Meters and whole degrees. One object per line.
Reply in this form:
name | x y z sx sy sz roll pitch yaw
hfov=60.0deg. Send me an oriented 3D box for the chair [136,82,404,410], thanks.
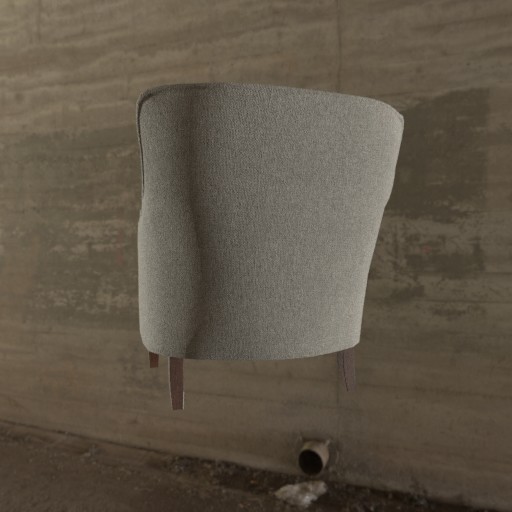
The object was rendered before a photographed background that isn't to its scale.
chair | 0.000 0.000 1.547 0.820 0.920 0.910 0 1 -17
